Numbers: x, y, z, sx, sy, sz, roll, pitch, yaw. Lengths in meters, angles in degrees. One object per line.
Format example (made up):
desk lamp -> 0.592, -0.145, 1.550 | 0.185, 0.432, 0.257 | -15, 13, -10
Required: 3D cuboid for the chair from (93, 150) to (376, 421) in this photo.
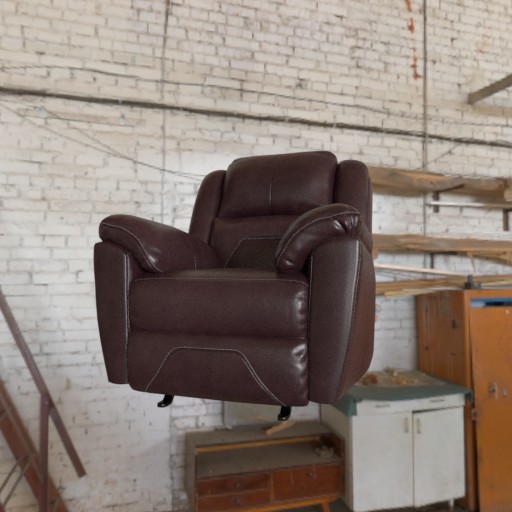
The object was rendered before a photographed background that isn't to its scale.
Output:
chair -> 0.000, 0.000, 1.935 | 0.990, 1.093, 1.041 | -1, -2, 19
